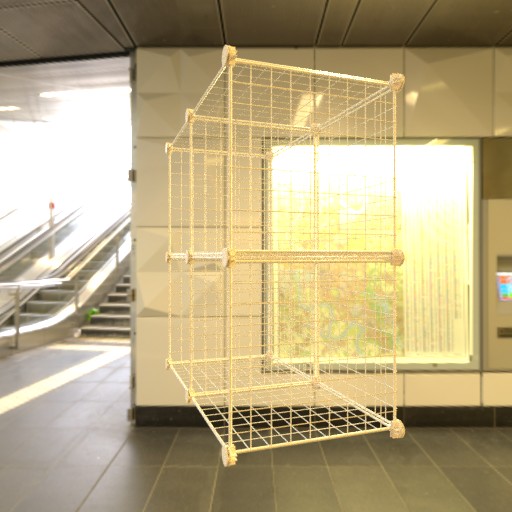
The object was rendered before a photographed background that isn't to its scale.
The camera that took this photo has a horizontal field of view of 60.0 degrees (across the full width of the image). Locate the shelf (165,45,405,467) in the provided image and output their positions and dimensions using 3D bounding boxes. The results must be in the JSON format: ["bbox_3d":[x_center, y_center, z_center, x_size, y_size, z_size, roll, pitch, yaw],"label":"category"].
[{"bbox_3d":[0.000,0.000,1.129,0.356,0.711,0.711,0,0,-20],"label":"shelf"}]
